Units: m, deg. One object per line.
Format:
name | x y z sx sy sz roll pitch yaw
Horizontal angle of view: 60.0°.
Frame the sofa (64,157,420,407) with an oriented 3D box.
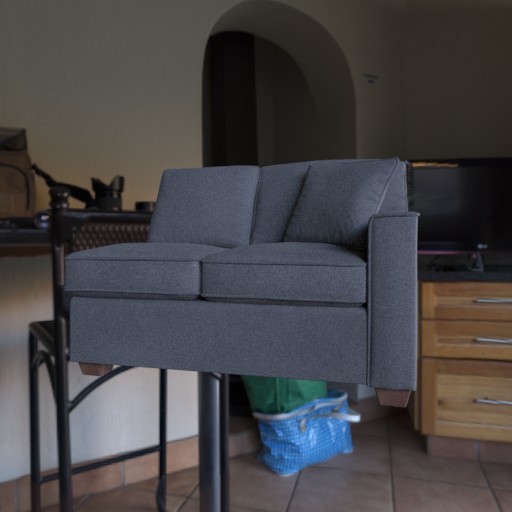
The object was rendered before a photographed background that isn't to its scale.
sofa | 0.000 0.000 2.067 1.388 0.989 0.991 0 1 17
